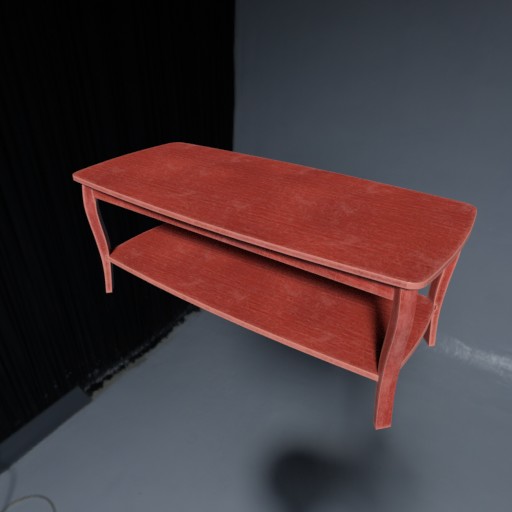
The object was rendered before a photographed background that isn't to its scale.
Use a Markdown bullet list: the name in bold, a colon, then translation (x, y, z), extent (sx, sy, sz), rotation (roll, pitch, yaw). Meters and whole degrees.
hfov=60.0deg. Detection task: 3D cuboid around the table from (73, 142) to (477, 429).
- **table**: translation (0.000, 0.000, 1.476), extent (1.216, 0.473, 0.561), rotation (19, 35, 30)
